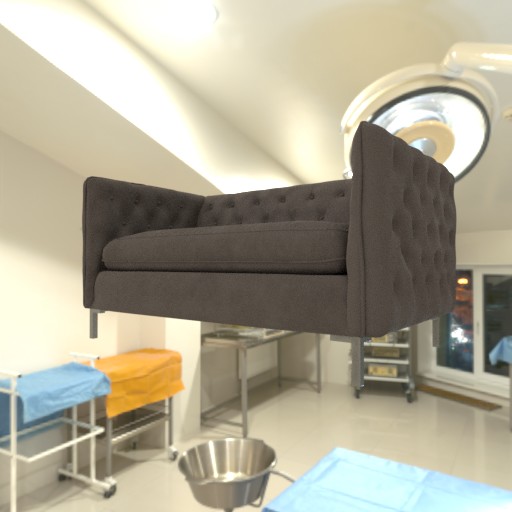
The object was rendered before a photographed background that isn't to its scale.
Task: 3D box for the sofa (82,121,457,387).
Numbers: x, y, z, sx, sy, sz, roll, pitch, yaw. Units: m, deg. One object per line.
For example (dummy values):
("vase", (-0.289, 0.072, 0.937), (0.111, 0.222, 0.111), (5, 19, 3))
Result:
("sofa", (0.000, 0.000, 2.086), (1.583, 0.810, 0.909), (-1, -1, 37))
